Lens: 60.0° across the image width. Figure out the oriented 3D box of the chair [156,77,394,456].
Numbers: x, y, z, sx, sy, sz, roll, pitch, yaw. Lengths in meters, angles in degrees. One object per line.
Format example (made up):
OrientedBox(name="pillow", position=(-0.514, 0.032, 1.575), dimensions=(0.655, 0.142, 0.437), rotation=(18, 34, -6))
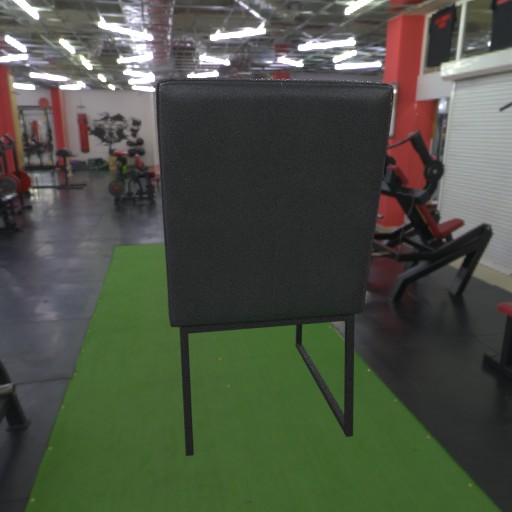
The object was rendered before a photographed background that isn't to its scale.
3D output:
OrientedBox(name="chair", position=(0.000, 0.000, 1.320), dimensions=(0.520, 0.930, 0.634), rotation=(-3, 16, -10))
